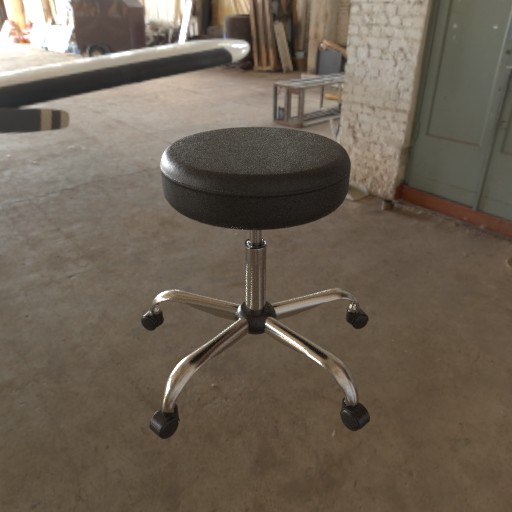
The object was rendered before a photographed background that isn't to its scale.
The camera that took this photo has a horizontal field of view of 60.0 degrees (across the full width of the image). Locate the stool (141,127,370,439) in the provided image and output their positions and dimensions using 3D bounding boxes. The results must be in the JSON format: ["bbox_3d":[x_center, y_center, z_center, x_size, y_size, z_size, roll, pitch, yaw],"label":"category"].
[{"bbox_3d":[0.000,0.000,1.114,0.673,0.576,0.638,-1,29,-2],"label":"stool"}]
